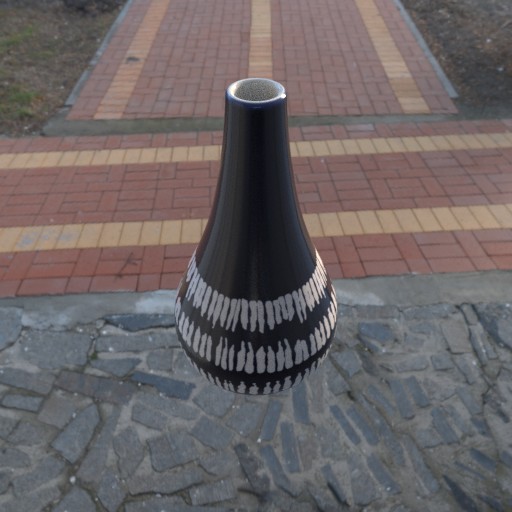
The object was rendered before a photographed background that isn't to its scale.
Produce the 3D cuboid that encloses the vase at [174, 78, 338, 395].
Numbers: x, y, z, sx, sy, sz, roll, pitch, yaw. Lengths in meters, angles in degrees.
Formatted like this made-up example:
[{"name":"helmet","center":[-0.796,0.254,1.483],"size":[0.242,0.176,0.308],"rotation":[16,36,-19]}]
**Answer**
[{"name":"vase","center":[0.000,0.000,0.383],"size":[0.159,0.295,0.159],"rotation":[0,45,0]}]
